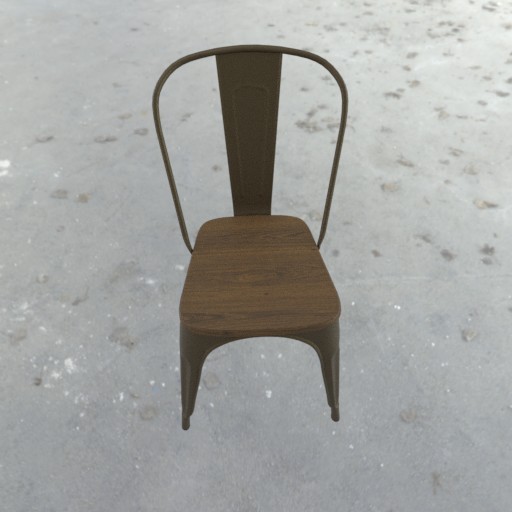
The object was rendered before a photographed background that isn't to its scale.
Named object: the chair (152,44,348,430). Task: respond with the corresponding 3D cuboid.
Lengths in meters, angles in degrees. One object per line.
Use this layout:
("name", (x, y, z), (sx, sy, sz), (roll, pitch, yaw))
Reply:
("chair", (0.000, 0.000, 1.132), (0.451, 0.844, 0.532), (-2, 47, -2))
